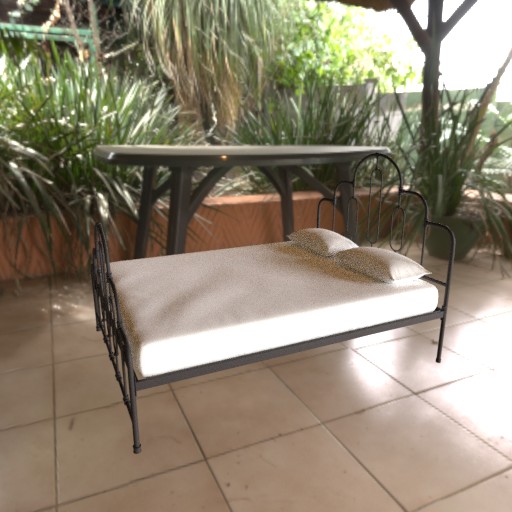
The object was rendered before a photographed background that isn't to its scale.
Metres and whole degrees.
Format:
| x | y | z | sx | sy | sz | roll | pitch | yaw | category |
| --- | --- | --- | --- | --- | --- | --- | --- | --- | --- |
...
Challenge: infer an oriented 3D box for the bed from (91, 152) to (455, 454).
| x | y | z | sx | sy | sz | roll | pitch | yaw | category |
| --- | --- | --- | --- | --- | --- | --- | --- | --- | --- |
| 0.000 | 0.000 | 3.226 | 2.163 | 1.429 | 1.640 | -7 | 17 | -25 | bed |
